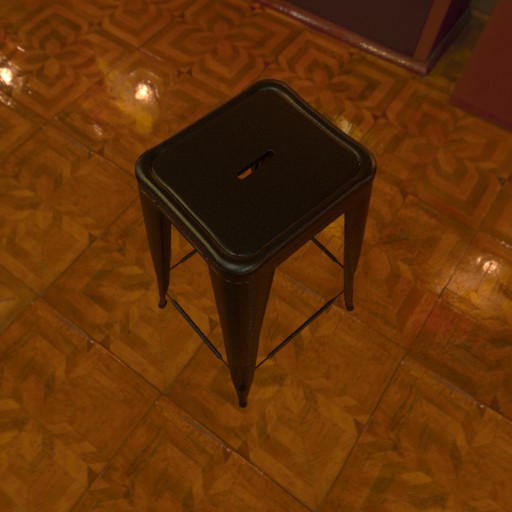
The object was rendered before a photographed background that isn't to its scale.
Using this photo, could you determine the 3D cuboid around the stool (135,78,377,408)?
[{"bbox_3d":[0.000,0.000,0.917,0.423,0.609,0.455,35,69,16],"label":"stool"}]
